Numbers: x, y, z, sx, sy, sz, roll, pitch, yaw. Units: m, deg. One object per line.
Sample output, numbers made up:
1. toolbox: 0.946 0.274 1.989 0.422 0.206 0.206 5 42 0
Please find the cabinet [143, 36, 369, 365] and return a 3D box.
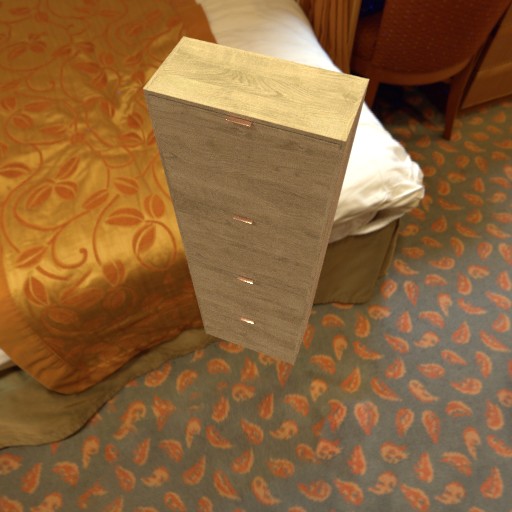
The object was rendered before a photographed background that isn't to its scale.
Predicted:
1. cabinet: 0.000 0.000 1.804 0.520 1.630 0.250 18 60 11
